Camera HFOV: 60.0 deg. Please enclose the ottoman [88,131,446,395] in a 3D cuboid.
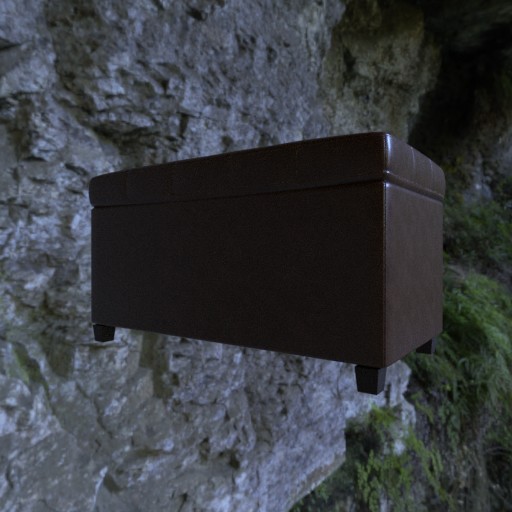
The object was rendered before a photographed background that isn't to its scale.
[{"bbox_3d":[0.000,0.000,1.148,0.838,0.470,0.432,0,1,35],"label":"ottoman"}]
